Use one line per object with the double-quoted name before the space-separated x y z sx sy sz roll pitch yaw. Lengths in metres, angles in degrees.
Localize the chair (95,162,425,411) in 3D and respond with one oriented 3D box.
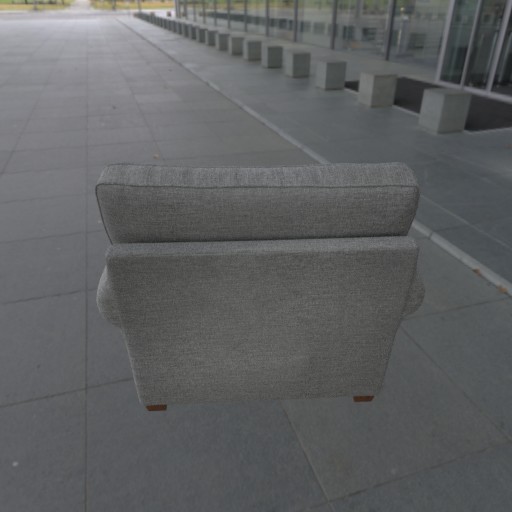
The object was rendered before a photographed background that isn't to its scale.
"chair" 0.000 0.000 1.832 1.092 0.961 0.965 -2 30 -3
